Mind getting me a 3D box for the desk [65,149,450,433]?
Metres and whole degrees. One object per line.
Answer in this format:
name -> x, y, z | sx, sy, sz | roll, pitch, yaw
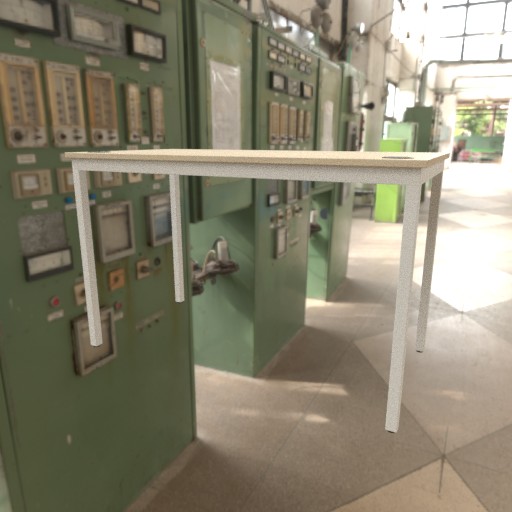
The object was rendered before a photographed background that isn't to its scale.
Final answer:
desk -> 0.000, 0.000, 1.638 | 1.200, 0.750, 0.600 | 8, 17, 26
